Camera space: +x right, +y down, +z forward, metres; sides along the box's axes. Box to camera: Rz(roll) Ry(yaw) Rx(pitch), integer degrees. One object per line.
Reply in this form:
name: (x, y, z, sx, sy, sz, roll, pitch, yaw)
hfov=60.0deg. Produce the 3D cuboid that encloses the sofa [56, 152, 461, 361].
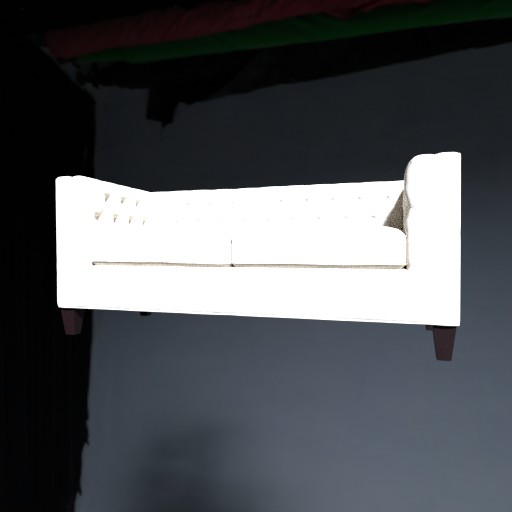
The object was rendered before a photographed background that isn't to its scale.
sofa: (0.000, 0.000, 2.215, 1.778, 0.762, 0.775, 0, 1, 18)
